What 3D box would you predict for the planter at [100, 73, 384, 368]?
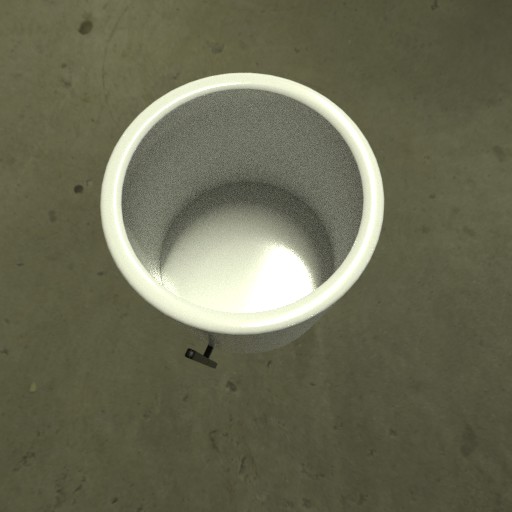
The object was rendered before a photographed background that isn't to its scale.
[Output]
[{"bbox_3d":[0.000,0.000,0.509,0.239,0.356,0.239,0,74,0],"label":"planter"}]
